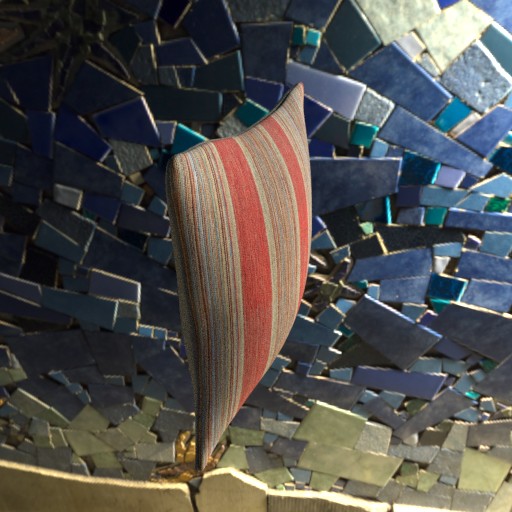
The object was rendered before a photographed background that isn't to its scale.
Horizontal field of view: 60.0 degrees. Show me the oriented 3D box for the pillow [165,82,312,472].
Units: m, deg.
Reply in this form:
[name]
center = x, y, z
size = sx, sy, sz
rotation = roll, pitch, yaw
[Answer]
[pillow]
center = 0.000, 0.000, 0.644
size = 0.136, 0.419, 0.437
rotation = 10, 31, 17
